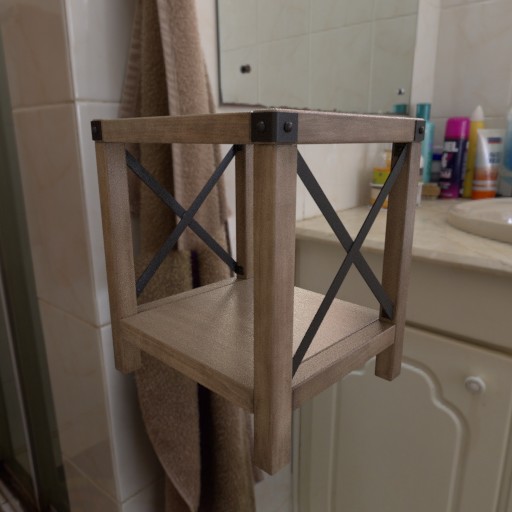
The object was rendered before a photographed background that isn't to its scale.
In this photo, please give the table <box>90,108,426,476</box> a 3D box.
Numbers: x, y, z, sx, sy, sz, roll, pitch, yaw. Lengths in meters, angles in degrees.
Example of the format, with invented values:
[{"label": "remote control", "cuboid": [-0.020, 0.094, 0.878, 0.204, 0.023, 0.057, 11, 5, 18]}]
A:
[{"label": "table", "cuboid": [0.000, 0.000, 0.948, 0.510, 0.561, 0.459, 14, 20, 42]}]
